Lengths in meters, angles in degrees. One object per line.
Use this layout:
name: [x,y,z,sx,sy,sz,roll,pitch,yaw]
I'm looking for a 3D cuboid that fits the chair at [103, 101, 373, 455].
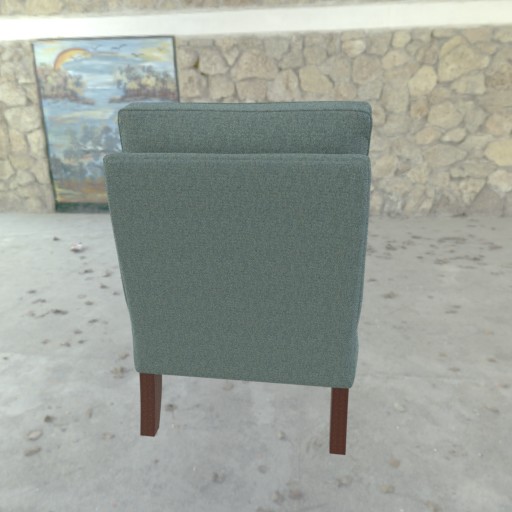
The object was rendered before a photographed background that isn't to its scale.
chair: [0.000,0.000,1.406,0.624,0.901,0.796,2,16,8]
